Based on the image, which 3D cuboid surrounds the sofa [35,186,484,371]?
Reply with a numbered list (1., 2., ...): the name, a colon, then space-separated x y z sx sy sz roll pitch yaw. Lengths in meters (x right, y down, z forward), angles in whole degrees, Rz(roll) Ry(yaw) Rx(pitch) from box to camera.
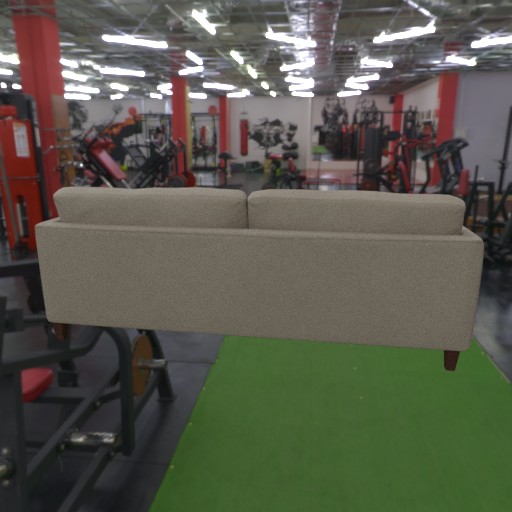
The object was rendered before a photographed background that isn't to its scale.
1. sofa: 0.000 0.000 2.807 2.404 0.912 0.988 2 15 9
